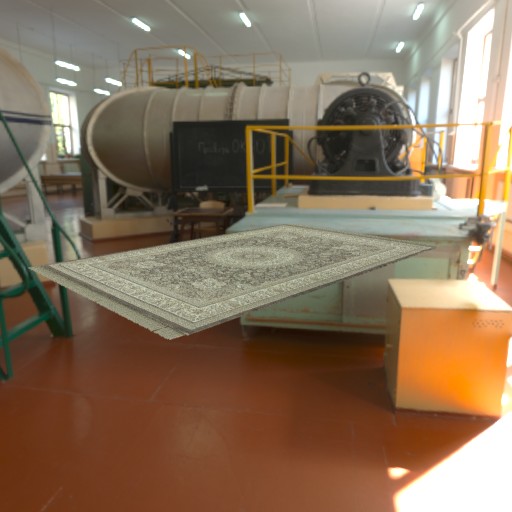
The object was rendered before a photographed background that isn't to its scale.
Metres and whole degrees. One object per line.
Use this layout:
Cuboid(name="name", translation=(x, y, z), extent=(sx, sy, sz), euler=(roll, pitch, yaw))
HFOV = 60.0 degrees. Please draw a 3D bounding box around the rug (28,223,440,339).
Cuboid(name="rug", translation=(0.000, 0.000, 4.253), extent=(3.422, 0.015, 2.143), euler=(-13, 18, -43))
